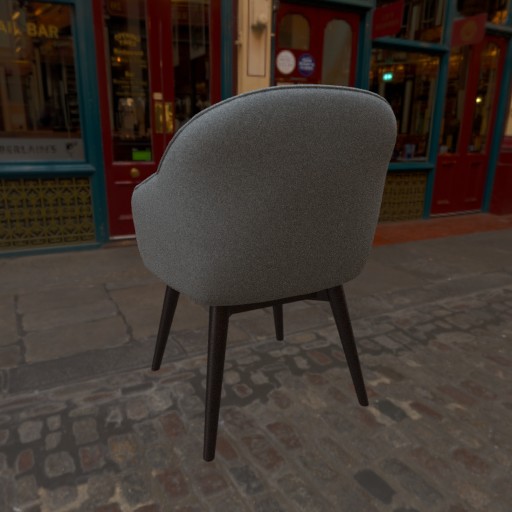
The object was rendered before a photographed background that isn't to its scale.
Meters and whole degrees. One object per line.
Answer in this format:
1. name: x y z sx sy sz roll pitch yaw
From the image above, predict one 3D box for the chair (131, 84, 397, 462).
1. chair: 0.000 0.000 1.197 0.589 0.810 0.611 -8 17 -27
